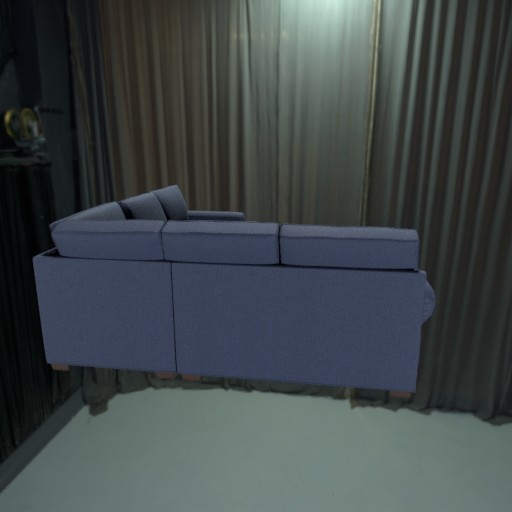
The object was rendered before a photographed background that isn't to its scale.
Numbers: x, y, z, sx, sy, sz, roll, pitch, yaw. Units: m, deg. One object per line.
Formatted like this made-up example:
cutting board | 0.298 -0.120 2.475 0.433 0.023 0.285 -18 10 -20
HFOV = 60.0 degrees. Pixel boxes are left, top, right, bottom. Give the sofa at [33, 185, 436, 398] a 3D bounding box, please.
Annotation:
sofa | 0.000 0.000 3.913 2.487 1.042 2.562 2 15 8
